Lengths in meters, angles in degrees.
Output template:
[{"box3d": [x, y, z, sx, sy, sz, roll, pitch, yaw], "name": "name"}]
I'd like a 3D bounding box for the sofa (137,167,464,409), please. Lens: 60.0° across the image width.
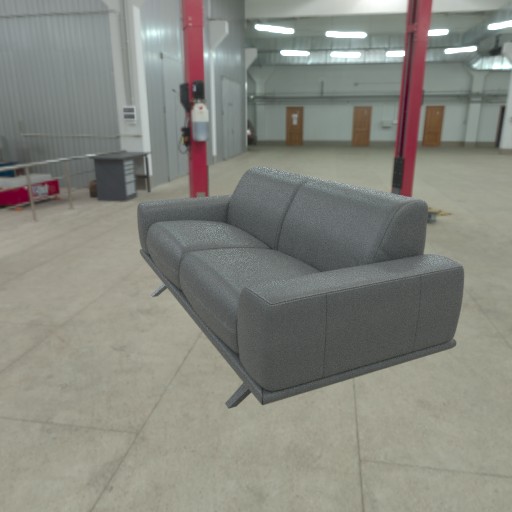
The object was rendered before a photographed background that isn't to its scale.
[{"box3d": [0.000, 0.000, 2.352, 0.900, 0.772, 1.901, -8, 19, -25], "name": "sofa"}]
